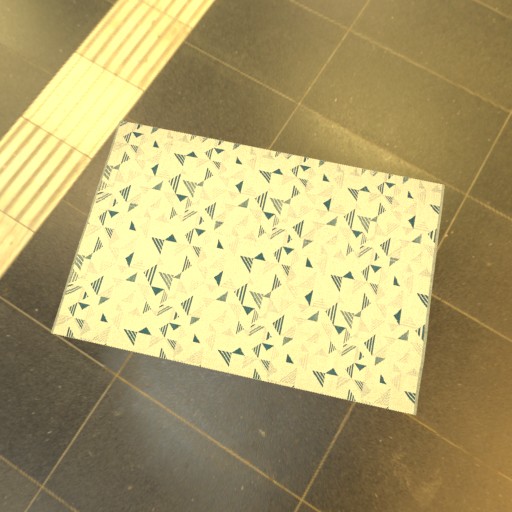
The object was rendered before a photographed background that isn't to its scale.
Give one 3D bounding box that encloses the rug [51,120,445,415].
[{"bbox_3d":[0.000,0.000,2.299,1.835,0.003,1.206,12,77,3],"label":"rug"}]
